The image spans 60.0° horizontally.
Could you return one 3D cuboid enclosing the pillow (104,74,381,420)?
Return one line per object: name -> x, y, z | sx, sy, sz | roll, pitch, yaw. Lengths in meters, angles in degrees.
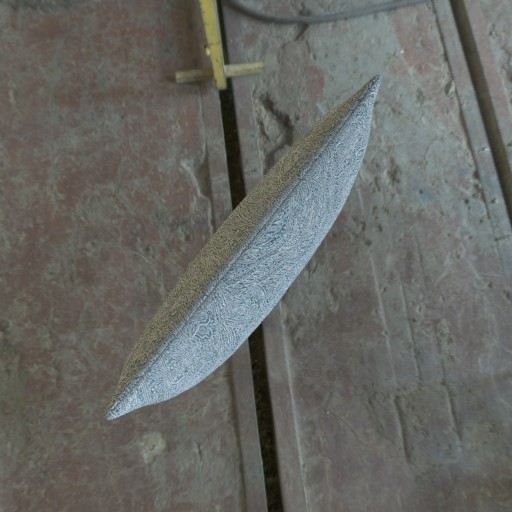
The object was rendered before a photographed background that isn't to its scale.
pillow -> 0.000, 0.000, 0.748 | 0.151, 0.295, 0.615 | 37, 79, 8
